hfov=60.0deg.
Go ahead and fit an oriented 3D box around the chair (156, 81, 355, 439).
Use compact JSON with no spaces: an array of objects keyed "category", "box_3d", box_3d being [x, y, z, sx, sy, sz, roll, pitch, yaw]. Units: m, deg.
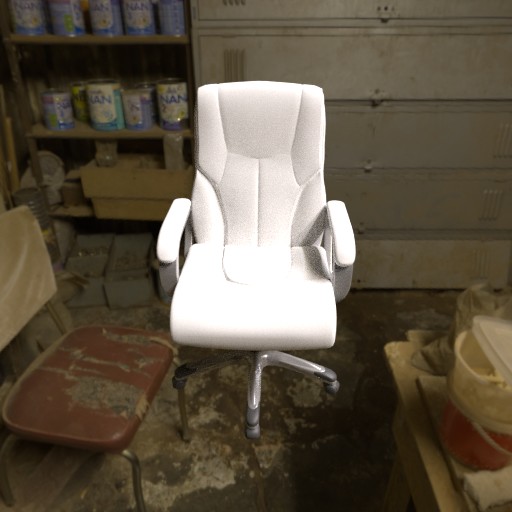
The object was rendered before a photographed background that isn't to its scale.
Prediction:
[{"category":"chair","box_3d":[0.000,0.000,1.639,0.687,1.120,0.738,1,30,2]}]
